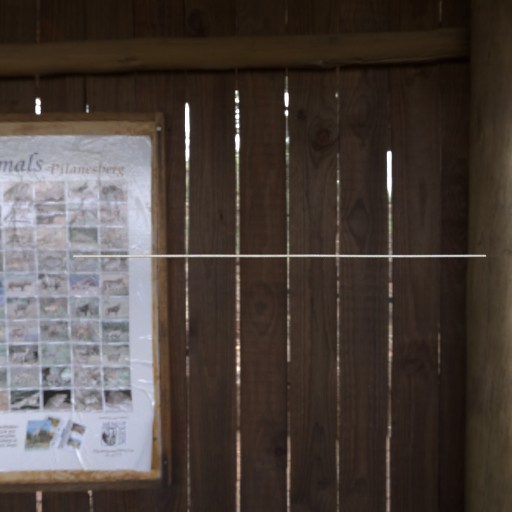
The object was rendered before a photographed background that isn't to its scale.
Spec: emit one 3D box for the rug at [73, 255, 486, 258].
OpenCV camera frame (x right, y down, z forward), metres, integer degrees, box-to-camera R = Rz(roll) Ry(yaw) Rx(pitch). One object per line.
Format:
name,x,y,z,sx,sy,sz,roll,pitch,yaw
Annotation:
rug,0.000,0.000,4.169,3.055,0.021,2.410,0,0,-19
